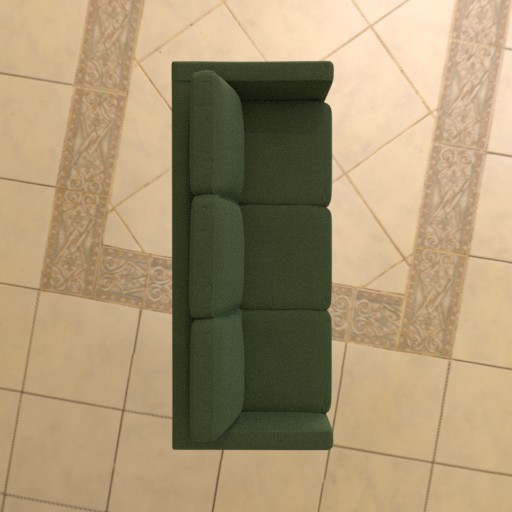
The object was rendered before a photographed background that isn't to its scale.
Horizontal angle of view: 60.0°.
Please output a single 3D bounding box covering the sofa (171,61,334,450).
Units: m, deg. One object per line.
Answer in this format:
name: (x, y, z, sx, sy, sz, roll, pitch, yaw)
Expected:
sofa: (0.000, 0.000, 2.529, 0.879, 0.899, 2.029, 0, 91, 0)
